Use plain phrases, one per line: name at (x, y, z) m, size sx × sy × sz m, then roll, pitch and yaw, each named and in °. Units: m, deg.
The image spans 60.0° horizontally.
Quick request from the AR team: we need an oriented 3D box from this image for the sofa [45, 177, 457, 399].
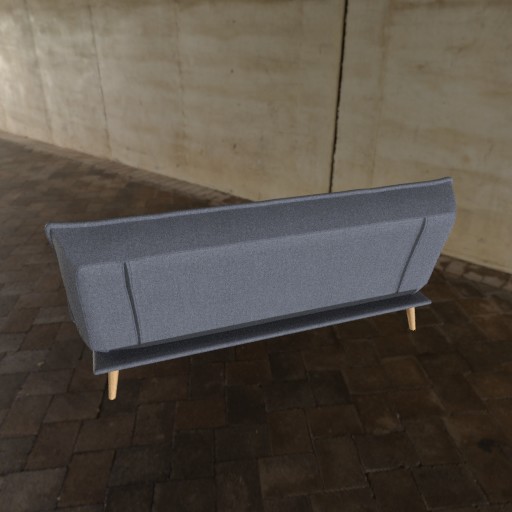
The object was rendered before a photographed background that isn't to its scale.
sofa at (0.000, 0.000, 2.444) m, size 1.940 × 0.890 × 0.950 m, roll -9°, pitch 28°, yaw -17°
